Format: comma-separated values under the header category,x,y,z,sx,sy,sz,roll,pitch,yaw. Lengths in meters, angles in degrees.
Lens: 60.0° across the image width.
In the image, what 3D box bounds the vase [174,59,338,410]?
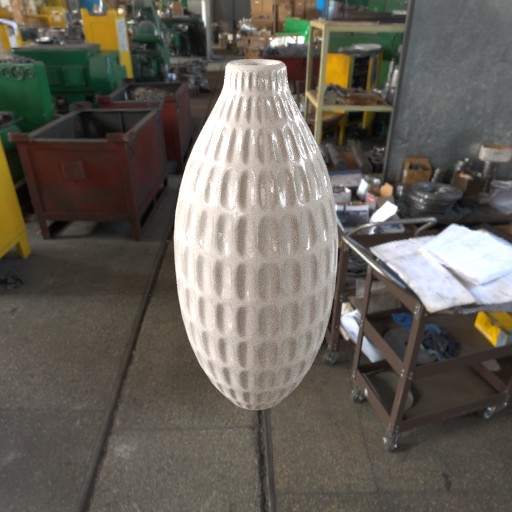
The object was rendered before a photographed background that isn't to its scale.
category,x,y,z,sx,sy,sz,roll,pitch,yaw
vase,0.000,0.000,0.350,0.127,0.282,0.127,0,30,0
